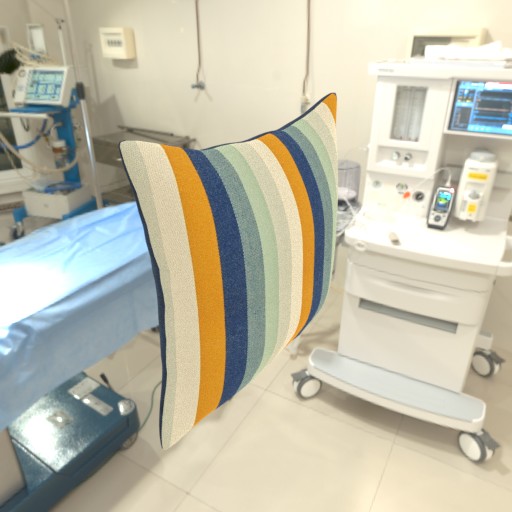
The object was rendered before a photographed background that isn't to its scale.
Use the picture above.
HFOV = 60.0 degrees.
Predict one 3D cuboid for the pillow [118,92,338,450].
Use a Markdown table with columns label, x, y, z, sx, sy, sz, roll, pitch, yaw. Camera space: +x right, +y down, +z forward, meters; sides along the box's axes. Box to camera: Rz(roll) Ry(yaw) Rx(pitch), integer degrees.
| label | x | y | z | sx | sy | sz | roll | pitch | yaw |
| --- | --- | --- | --- | --- | --- | --- | --- | --- | --- |
| pillow | 0.000 | 0.000 | 0.716 | 0.173 | 0.454 | 0.463 | 19 | 33 | 32 |
